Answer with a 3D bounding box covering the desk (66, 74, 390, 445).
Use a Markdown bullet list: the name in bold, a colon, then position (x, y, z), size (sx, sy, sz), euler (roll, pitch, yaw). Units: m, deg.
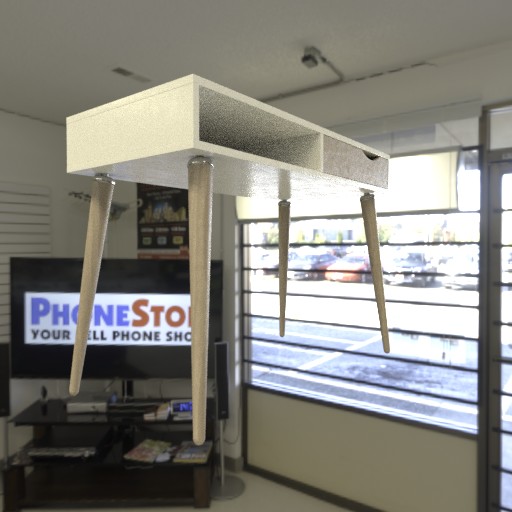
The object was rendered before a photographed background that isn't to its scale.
- **desk**: position (0.000, 0.000, 1.386), size (0.491, 0.723, 0.979), euler (1, 2, 38)
